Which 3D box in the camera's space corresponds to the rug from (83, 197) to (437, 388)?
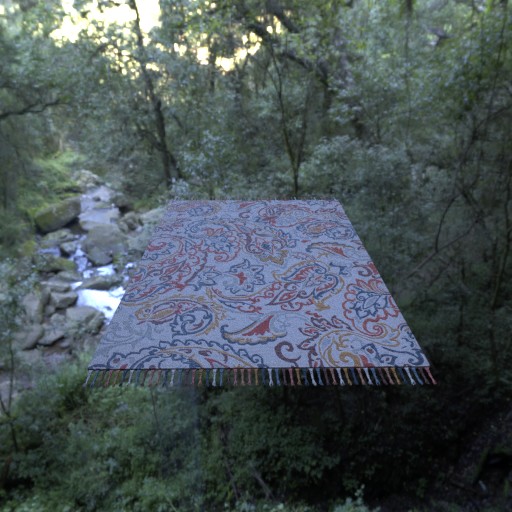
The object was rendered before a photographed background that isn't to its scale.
[{"bbox_3d":[0.000,0.000,2.387,1.218,0.010,1.997,0,26,-1],"label":"rug"}]
